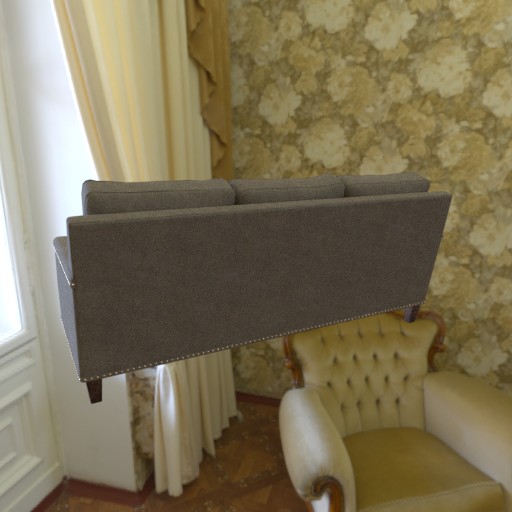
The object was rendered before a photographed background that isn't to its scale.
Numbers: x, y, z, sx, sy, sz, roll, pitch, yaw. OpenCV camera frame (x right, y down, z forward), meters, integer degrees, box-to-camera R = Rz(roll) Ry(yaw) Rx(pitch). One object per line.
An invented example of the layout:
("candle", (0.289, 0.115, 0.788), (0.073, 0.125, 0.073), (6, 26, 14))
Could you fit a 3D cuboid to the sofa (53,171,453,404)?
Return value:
("sofa", (0.000, 0.000, 2.743), (2.226, 1.042, 1.034), (-7, 16, -27))
